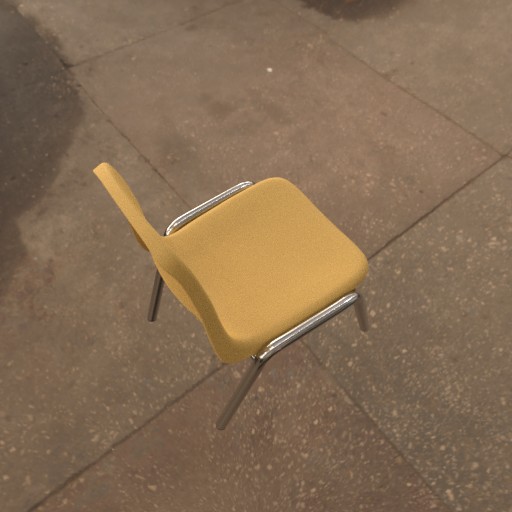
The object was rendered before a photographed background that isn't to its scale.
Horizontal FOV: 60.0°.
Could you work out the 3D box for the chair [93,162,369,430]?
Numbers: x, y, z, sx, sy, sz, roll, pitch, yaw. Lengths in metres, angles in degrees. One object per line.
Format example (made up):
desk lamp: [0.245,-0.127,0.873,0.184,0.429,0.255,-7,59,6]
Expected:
chair: [0.000,0.000,0.832,0.423,0.586,0.354,-31,62,-19]
